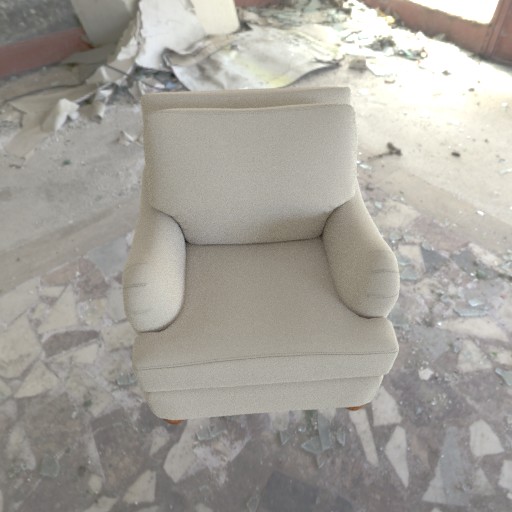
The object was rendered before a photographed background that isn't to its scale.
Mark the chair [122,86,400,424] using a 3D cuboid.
[{"bbox_3d":[0.000,0.000,1.832,0.955,1.038,1.070,-3,46,-3],"label":"chair"}]
